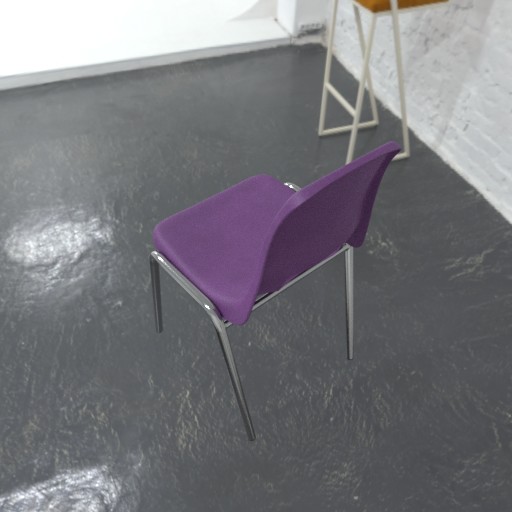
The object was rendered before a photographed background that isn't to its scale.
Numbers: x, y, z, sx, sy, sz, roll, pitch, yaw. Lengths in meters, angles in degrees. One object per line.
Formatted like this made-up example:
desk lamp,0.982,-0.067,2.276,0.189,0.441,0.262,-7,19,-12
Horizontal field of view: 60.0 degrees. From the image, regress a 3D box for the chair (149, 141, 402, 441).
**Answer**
chair,0.000,0.000,0.957,0.381,0.704,0.432,-31,54,-26
